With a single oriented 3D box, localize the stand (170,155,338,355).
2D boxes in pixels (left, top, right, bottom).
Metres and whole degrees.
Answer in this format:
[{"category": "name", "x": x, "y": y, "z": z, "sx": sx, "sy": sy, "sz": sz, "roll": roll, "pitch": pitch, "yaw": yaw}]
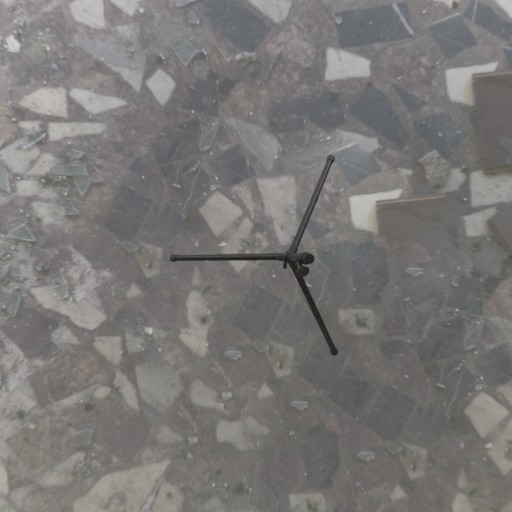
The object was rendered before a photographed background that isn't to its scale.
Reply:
[{"category": "stand", "x": 0.000, "y": 0.000, "z": 2.762, "sx": 1.339, "sy": 1.595, "sz": 1.596, "roll": 0, "pitch": 90, "yaw": -1}]
